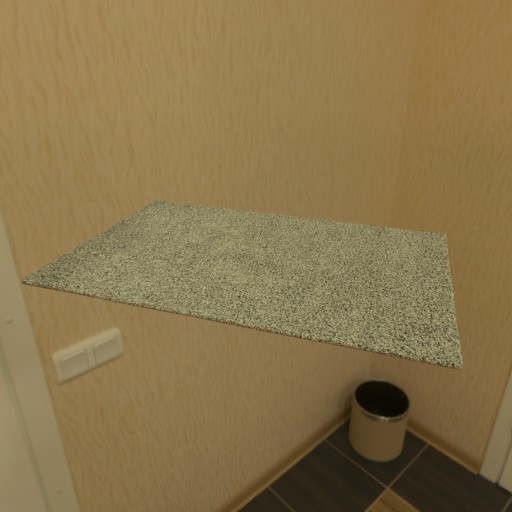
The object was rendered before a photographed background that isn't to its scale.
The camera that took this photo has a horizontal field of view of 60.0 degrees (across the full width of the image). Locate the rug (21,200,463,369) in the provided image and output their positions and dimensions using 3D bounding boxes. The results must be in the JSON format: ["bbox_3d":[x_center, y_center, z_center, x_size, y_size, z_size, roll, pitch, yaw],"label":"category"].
[{"bbox_3d":[0.000,0.000,3.328,2.743,0.030,1.778,8,27,17],"label":"rug"}]
